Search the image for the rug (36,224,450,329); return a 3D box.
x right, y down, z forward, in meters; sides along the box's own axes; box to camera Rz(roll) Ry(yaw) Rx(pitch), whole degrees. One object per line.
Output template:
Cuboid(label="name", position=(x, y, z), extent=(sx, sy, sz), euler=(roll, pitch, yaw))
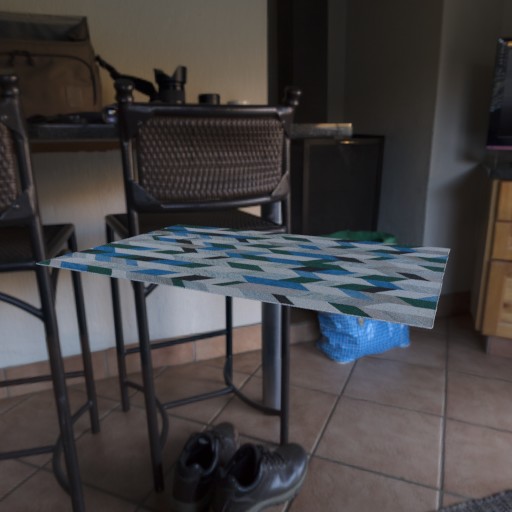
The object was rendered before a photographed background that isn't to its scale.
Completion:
Cuboid(label="rug", position=(0.000, 0.000, 2.326), extent=(1.827, 0.005, 1.229), euler=(7, 16, 25))
